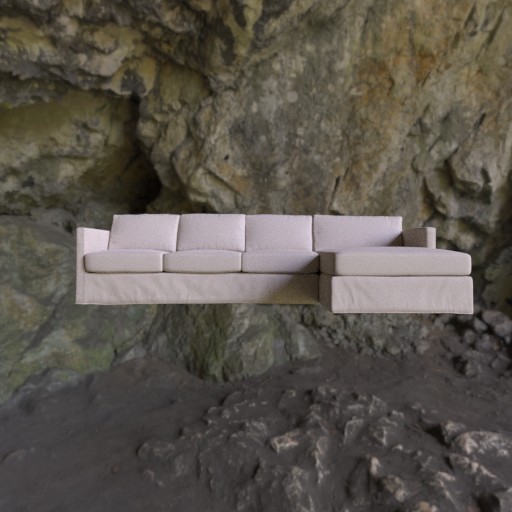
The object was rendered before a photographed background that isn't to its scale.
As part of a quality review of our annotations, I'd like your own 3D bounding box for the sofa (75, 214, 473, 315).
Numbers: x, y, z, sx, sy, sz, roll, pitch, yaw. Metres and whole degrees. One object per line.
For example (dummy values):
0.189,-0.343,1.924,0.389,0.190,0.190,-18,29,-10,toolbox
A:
0.000,0.000,4.003,3.206,0.871,1.622,0,0,1,sofa
